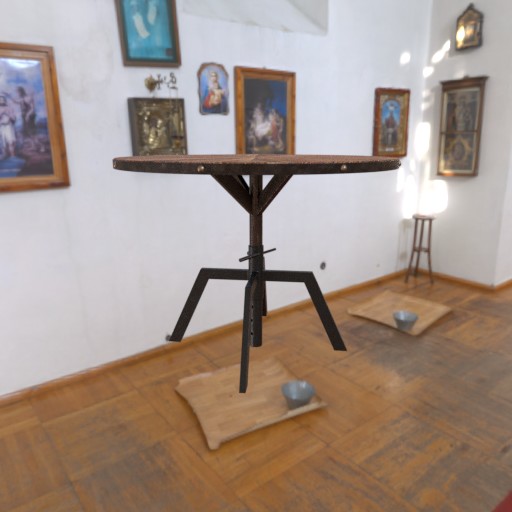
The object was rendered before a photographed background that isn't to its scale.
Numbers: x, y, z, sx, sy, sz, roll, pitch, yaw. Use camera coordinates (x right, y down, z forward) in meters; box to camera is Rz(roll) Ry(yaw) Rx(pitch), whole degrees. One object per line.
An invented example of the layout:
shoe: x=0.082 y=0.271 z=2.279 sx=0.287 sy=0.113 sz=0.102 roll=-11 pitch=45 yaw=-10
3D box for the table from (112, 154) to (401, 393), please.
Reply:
table: x=0.000 y=0.000 z=1.510 sx=0.885 sy=0.658 sz=0.885 roll=0 pitch=14 yaw=0
